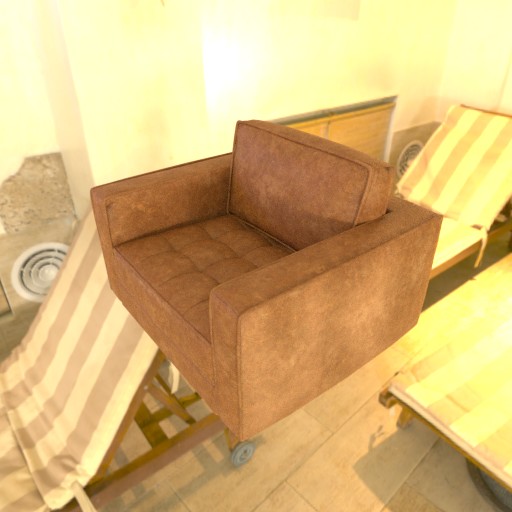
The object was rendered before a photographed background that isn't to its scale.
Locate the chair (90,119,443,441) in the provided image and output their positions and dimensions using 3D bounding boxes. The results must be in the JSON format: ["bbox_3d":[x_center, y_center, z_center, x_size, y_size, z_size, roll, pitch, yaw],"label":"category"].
[{"bbox_3d":[0.000,0.000,1.540,0.798,0.767,0.928,-22,38,-32],"label":"chair"}]
